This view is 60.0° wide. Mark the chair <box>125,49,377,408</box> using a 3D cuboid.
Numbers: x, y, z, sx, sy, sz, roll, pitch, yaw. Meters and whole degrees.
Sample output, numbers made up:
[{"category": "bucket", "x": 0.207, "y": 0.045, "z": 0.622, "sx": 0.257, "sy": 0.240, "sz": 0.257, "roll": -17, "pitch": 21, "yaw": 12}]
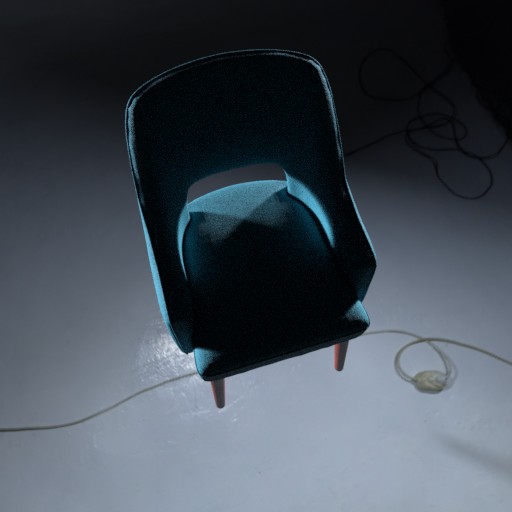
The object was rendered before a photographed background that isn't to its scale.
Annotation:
[{"category": "chair", "x": 0.000, "y": 0.000, "z": 1.217, "sx": 0.548, "sy": 0.849, "sz": 0.605, "roll": -15, "pitch": 65, "yaw": -7}]
